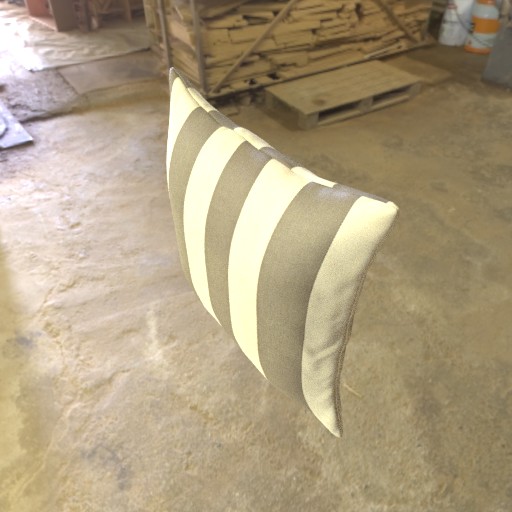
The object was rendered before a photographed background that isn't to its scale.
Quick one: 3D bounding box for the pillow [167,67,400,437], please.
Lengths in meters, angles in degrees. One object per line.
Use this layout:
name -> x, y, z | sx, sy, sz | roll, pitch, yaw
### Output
pillow -> 0.000, 0.000, 0.787 | 0.192, 0.507, 0.522 | -25, 48, -26
